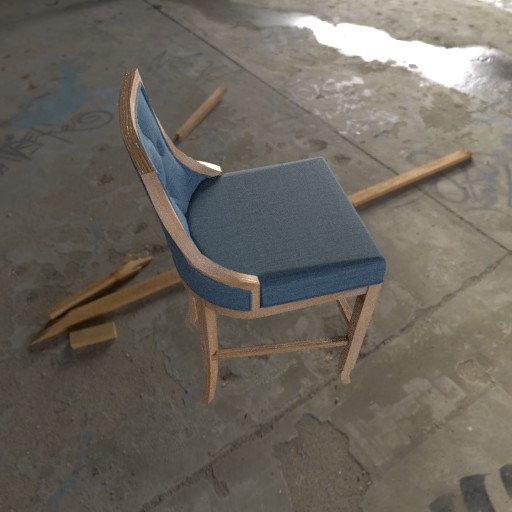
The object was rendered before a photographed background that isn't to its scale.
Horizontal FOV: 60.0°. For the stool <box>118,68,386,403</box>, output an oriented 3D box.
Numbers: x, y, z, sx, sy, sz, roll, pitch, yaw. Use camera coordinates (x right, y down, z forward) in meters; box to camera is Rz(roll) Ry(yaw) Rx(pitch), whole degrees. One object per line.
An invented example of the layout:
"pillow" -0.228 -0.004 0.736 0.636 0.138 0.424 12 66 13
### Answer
"stool" 0.000 0.000 1.433 0.626 1.101 0.524 -11 49 -10
